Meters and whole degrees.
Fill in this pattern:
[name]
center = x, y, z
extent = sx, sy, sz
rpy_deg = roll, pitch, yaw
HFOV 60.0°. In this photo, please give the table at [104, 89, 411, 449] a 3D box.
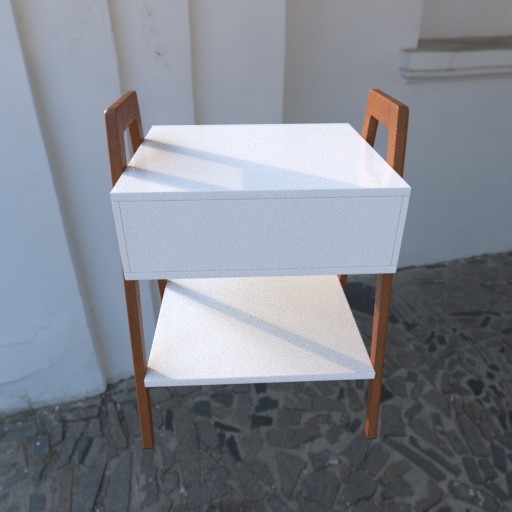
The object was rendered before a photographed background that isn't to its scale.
[table]
center = 0.000, 0.000, 0.884
extent = 0.457, 0.610, 0.405
rpy_deg = -1, 30, -2
